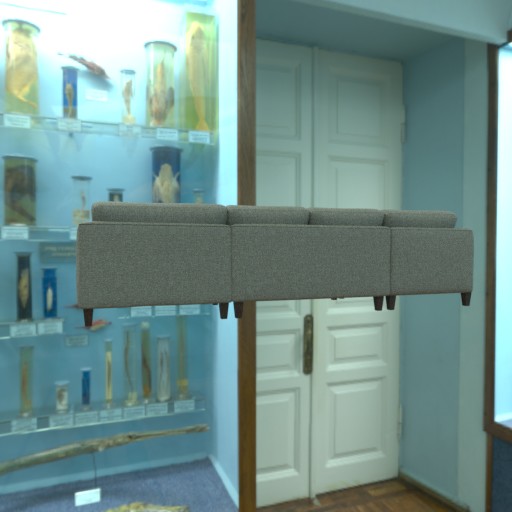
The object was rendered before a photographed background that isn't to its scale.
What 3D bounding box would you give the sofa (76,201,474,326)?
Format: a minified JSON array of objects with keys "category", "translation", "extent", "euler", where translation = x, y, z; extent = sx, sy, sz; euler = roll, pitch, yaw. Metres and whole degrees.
[{"category":"sofa","translation":[0.000,0.000,4.701],"extent":[3.403,0.889,2.551],"euler":[0,1,-18]}]
